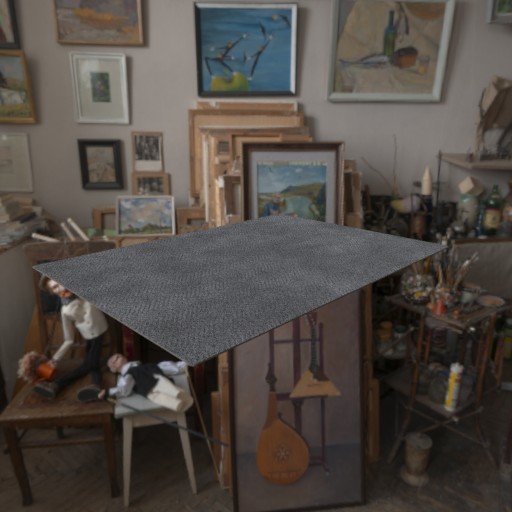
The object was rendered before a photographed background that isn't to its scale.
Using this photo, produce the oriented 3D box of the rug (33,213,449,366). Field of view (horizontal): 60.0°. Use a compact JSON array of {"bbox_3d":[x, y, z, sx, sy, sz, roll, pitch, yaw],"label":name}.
[{"bbox_3d":[0.000,0.000,2.895,2.235,0.008,1.600,-16,23,-42],"label":"rug"}]
